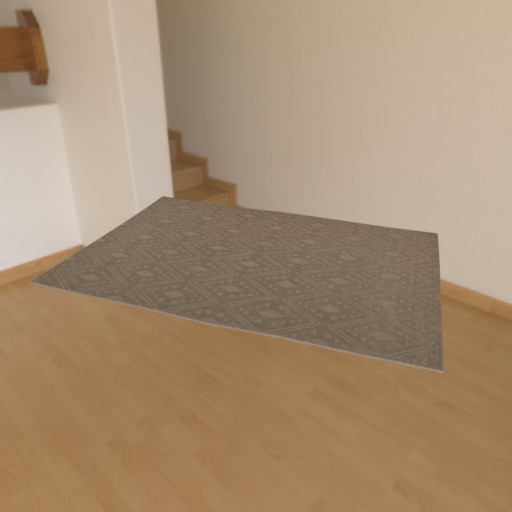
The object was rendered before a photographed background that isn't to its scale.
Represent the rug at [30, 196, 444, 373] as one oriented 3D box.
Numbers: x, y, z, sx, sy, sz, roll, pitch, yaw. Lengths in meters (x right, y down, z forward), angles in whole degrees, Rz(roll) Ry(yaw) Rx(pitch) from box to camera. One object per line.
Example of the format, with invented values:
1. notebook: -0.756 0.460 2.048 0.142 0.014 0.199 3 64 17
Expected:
1. rug: 0.000 0.000 2.342 1.829 0.034 1.252 9 29 17
